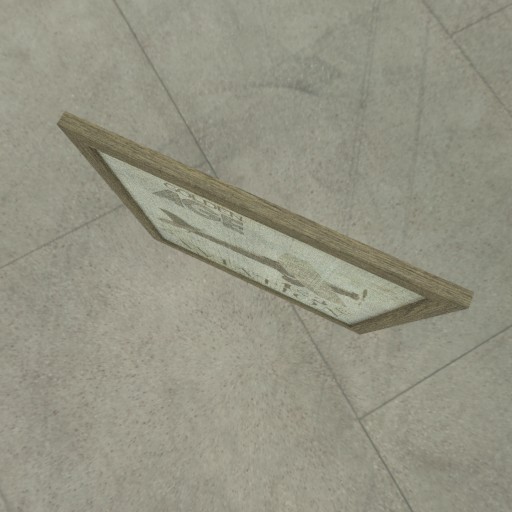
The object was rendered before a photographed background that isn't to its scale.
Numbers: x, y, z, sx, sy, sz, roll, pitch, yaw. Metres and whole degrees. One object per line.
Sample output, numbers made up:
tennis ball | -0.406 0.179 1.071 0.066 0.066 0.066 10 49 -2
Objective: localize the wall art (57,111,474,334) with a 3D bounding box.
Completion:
wall art | 0.000 0.000 0.744 0.508 0.508 0.019 25 78 6
